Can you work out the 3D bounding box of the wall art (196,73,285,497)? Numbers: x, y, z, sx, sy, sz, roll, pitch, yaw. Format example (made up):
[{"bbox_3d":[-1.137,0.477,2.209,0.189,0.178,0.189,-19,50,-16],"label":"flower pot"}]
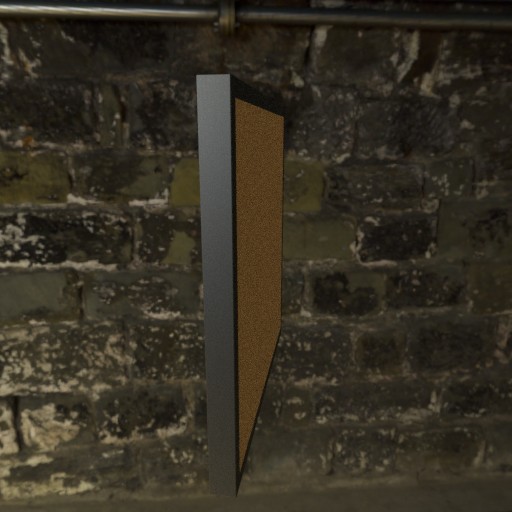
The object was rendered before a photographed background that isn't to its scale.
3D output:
[{"bbox_3d":[0.000,0.000,0.747,0.036,0.508,0.508,2,15,9],"label":"wall art"}]
